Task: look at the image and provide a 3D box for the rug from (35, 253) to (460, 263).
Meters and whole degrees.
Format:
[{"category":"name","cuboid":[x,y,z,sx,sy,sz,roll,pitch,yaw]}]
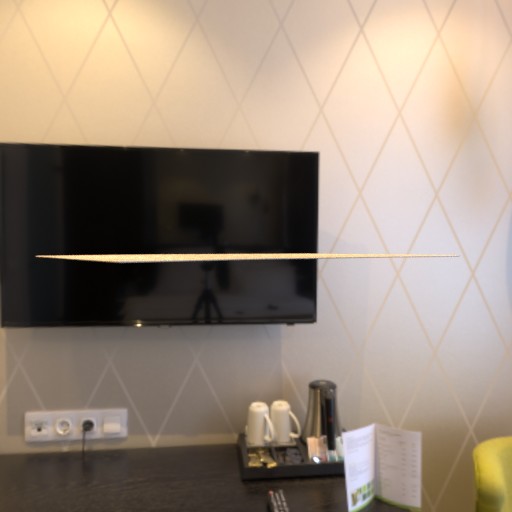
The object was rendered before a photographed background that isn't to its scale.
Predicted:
[{"category":"rug","cuboid":[0.000,0.000,2.981,2.435,0.012,1.529,-1,1,-37]}]
